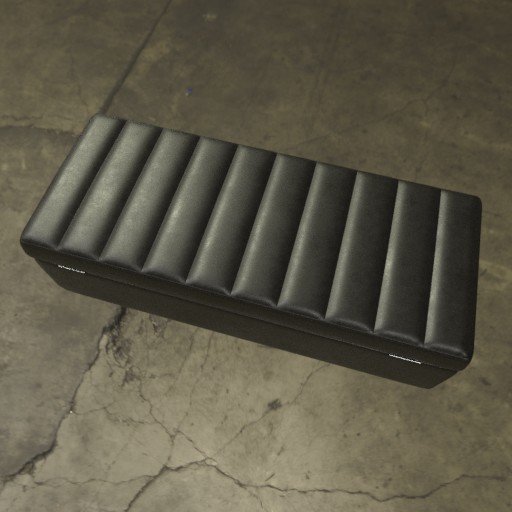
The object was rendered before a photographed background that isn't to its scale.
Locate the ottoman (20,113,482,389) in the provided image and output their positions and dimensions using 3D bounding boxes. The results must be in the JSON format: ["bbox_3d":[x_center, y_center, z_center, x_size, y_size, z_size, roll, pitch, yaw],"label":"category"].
[{"bbox_3d":[0.000,0.000,1.342,1.151,0.469,0.482,14,64,7],"label":"ottoman"}]
